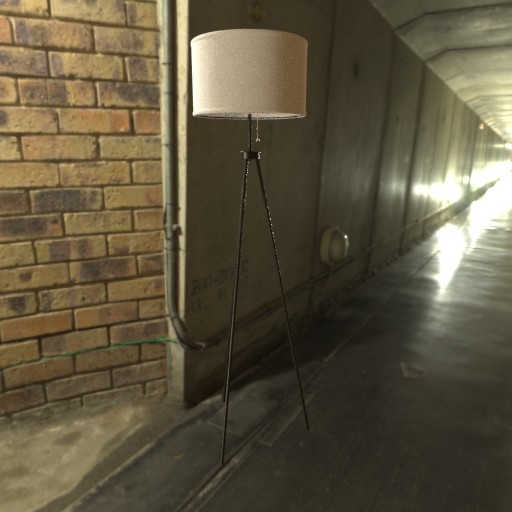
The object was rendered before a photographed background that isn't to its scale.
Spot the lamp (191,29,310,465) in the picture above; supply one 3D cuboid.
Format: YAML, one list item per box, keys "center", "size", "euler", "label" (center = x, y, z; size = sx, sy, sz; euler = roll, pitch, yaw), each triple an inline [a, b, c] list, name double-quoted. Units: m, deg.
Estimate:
- center: [0.000, 0.000, 1.756]
  size: [0.458, 1.545, 0.448]
  euler: [-2, 14, -7]
  label: "lamp"
